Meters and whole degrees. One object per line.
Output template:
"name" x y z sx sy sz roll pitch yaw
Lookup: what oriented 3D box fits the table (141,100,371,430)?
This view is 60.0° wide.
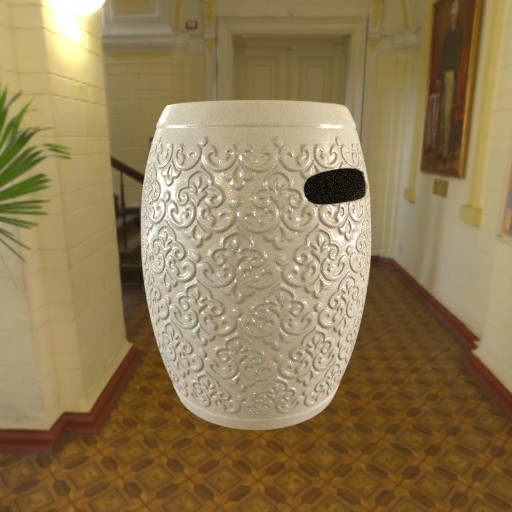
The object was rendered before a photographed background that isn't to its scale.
"table" 0.000 0.000 0.619 0.309 0.397 0.309 0 15 0
